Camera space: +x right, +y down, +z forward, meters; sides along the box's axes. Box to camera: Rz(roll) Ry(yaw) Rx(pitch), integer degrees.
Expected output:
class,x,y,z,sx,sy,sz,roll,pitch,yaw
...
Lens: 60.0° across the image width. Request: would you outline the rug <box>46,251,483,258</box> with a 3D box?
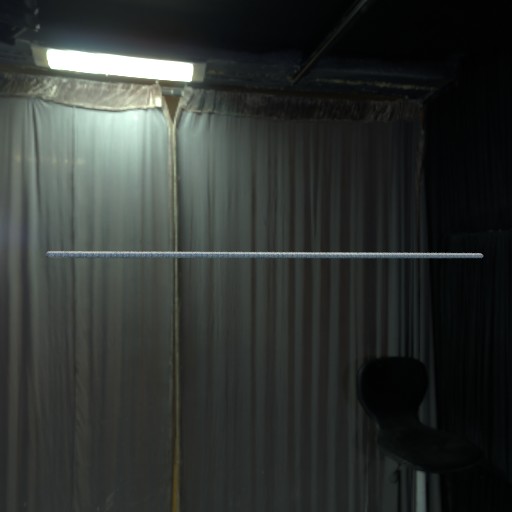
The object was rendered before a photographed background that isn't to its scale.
class,x,y,z,sx,sy,sz,roll,pitch,yaw
rug,0.000,0.000,3.044,2.450,0.027,1.540,0,0,-18
